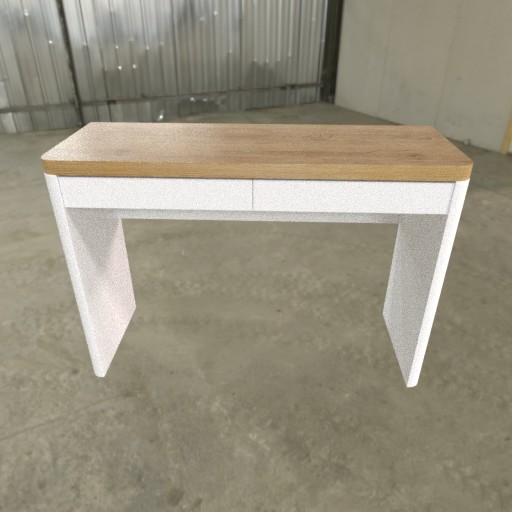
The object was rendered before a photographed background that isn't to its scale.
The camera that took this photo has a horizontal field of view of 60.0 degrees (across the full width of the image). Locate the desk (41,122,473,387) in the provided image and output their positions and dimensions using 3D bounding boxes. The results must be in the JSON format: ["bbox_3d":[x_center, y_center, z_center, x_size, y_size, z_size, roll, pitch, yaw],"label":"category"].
[{"bbox_3d":[0.000,0.000,1.456,1.100,0.760,0.390,1,30,2],"label":"desk"}]
